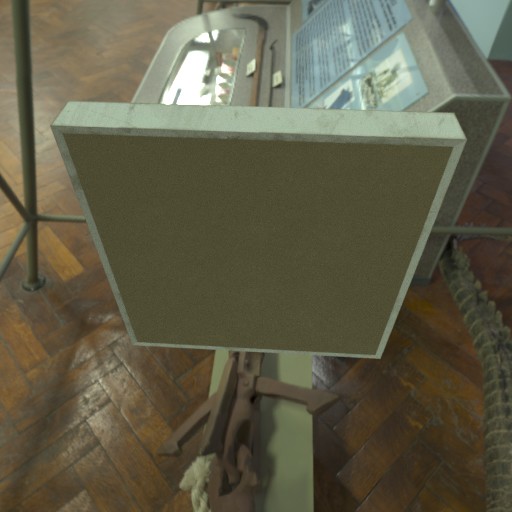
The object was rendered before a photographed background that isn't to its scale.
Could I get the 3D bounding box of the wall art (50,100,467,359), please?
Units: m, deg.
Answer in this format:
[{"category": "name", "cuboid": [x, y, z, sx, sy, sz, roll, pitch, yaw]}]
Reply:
[{"category": "wall art", "cuboid": [0.000, 0.000, 0.447, 0.305, 0.303, 0.038, 3, 47, 2]}]
